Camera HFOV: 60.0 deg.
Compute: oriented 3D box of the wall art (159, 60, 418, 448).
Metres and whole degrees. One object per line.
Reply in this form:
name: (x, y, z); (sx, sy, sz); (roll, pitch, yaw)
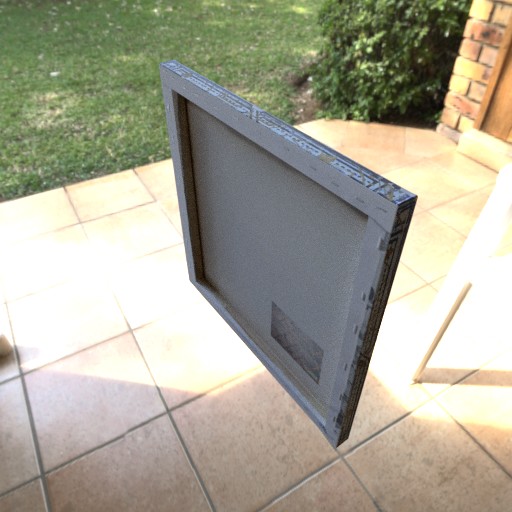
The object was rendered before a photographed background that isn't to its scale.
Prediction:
wall art: (0.000, 0.000, 0.904); (0.036, 0.607, 0.609); (-26, 48, -26)
